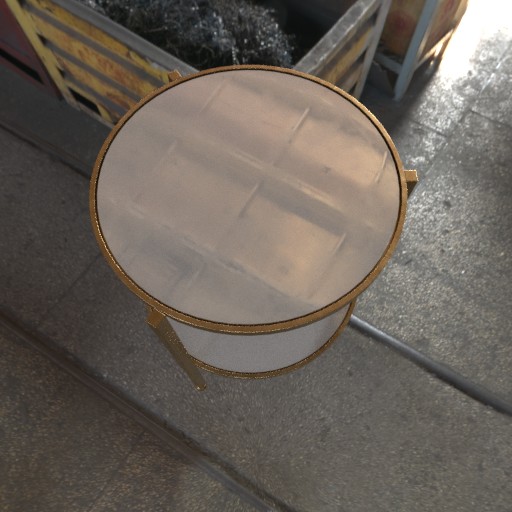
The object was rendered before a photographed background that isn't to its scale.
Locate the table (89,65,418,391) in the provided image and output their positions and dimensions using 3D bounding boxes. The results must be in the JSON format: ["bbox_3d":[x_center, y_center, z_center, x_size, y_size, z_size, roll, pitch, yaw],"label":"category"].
[{"bbox_3d":[0.000,0.000,0.448,0.243,0.269,0.231,-1,65,0],"label":"table"}]
